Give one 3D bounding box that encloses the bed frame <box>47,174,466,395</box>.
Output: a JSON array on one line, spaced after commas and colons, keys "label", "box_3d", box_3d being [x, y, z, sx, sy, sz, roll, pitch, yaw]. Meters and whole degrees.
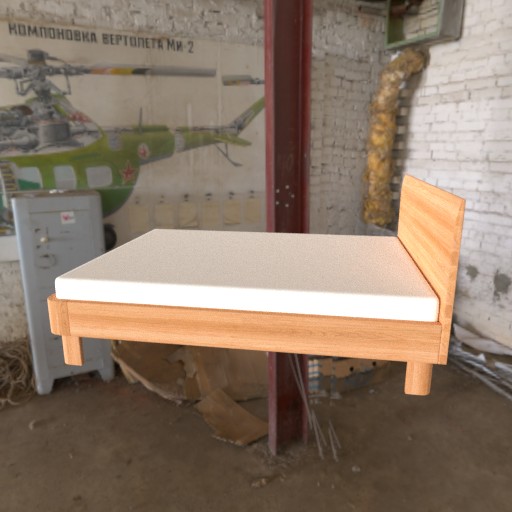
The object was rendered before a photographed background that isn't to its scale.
[{"label": "bed frame", "box_3d": [0.000, 0.000, 2.795, 1.992, 0.940, 1.472, 2, 15, 9]}]
